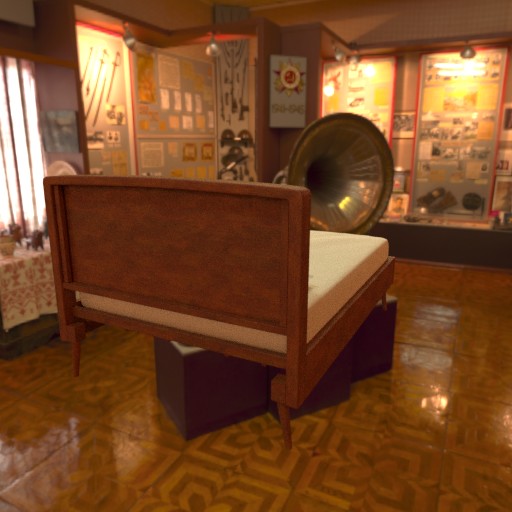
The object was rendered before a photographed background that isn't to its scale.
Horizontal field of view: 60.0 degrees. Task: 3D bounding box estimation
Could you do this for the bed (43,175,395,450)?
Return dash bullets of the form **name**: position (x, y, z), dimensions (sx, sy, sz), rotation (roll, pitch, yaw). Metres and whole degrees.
- **bed**: position (0.000, 0.000, 3.240), dimensions (1.587, 1.275, 2.196), rotation (7, 16, 27)
